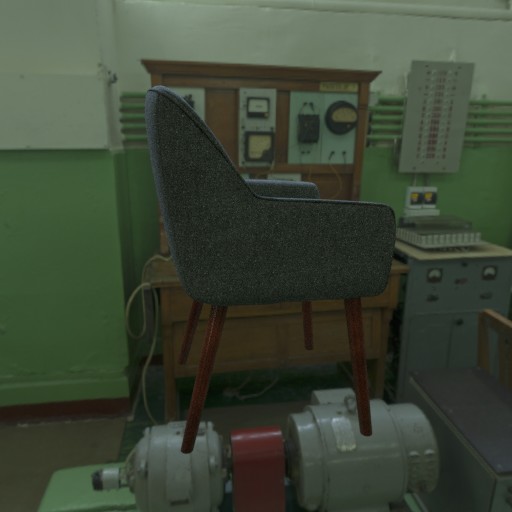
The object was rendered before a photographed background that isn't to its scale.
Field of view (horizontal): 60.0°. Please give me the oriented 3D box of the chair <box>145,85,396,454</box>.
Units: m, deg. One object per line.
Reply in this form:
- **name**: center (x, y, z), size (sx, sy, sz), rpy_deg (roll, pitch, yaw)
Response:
- **chair**: center (0.000, 0.000, 1.172), size (0.519, 0.803, 0.543), rpy_deg (-3, 15, -10)
